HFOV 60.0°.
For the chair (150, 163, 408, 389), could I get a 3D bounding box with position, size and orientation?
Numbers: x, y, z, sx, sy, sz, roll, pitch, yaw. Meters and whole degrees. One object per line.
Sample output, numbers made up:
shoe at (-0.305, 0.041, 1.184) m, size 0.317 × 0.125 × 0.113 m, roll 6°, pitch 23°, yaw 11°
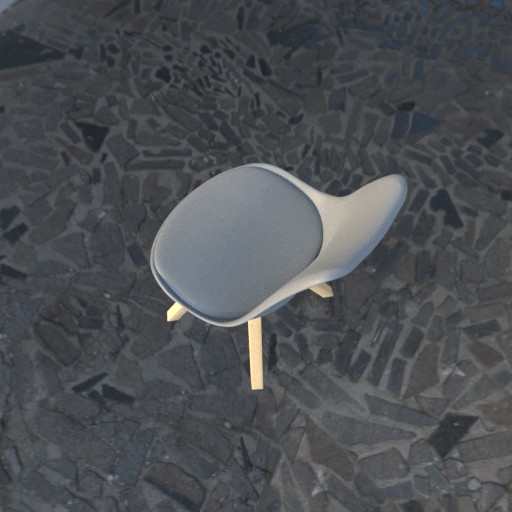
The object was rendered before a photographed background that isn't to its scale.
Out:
chair at (0.000, 0.000, 1.205) m, size 0.549 × 0.850 × 0.485 m, roll 35°, pitch 69°, yaw 16°
